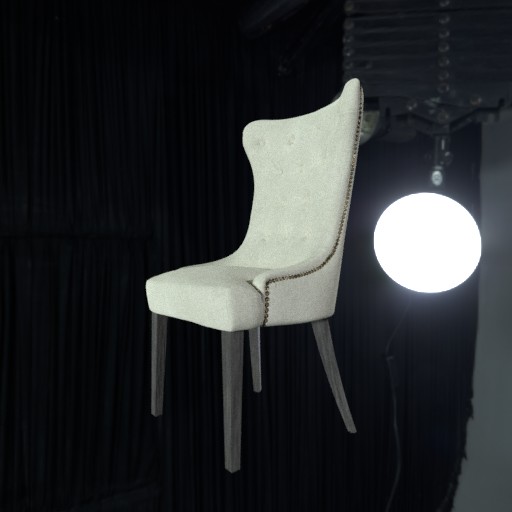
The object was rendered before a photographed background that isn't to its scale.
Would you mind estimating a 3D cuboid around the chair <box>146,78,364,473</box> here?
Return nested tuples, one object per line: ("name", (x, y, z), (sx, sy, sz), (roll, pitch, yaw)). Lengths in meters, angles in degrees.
("chair", (0.000, 0.000, 1.436), (0.590, 1.065, 0.584), (0, 0, -36))
